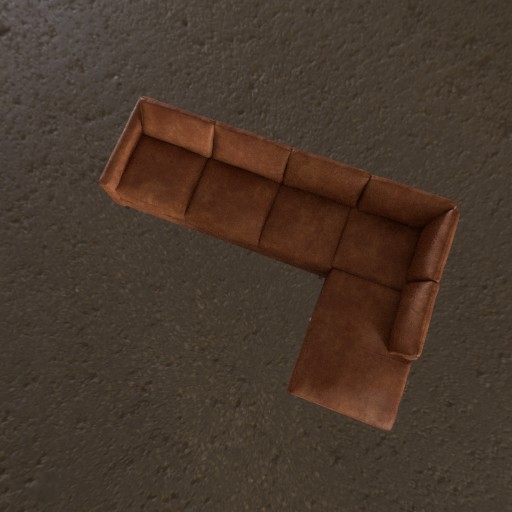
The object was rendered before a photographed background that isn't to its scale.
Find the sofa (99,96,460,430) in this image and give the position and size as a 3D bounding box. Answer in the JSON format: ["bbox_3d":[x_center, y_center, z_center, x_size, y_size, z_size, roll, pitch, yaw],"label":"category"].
[{"bbox_3d":[0.000,0.000,3.838,2.984,0.877,1.938,20,77,5],"label":"sofa"}]
